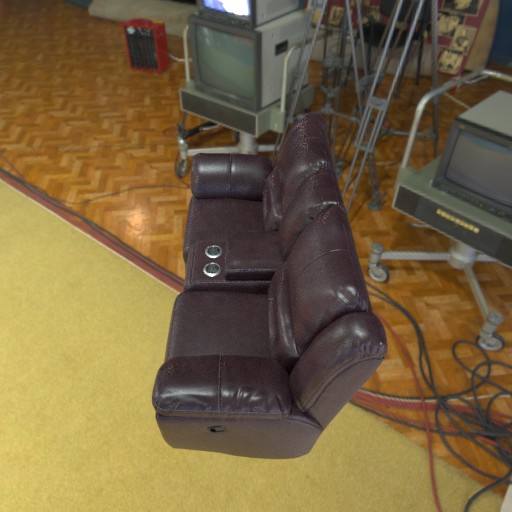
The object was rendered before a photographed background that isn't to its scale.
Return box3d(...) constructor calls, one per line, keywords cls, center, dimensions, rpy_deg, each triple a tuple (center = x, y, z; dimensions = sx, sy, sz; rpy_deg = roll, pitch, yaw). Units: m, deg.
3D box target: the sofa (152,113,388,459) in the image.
box3d(cls="sofa", center=(0.000, 0.000, 2.636), dimensions=(0.991, 1.043, 2.058), rpy_deg=(-1, 43, -1))
